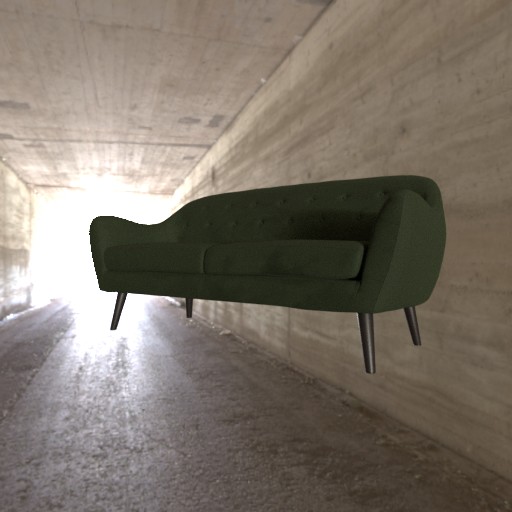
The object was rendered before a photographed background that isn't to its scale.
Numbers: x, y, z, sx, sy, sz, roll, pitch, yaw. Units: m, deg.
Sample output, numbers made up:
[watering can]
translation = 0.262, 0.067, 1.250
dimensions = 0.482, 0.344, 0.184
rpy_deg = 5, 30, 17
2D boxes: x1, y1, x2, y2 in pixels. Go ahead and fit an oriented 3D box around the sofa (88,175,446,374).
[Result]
[sofa]
translation = 0.000, 0.000, 2.316
dimensions = 1.840, 0.836, 0.820
rpy_deg = 0, 0, 36
